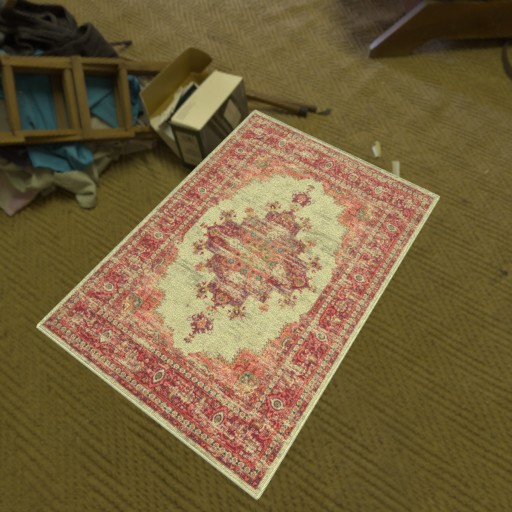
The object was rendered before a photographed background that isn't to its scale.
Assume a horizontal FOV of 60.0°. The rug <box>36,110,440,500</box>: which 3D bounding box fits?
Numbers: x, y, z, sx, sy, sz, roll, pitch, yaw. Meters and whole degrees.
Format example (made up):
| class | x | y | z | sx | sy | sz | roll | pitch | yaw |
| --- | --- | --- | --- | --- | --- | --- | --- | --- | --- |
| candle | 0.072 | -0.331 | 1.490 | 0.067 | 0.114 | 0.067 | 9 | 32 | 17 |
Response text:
| class | x | y | z | sx | sy | sz | roll | pitch | yaw |
| --- | --- | --- | --- | --- | --- | --- | --- | --- | --- |
| rug | 0.000 | 0.000 | 2.198 | 1.217 | 0.011 | 1.747 | 30 | 63 | 17 |
